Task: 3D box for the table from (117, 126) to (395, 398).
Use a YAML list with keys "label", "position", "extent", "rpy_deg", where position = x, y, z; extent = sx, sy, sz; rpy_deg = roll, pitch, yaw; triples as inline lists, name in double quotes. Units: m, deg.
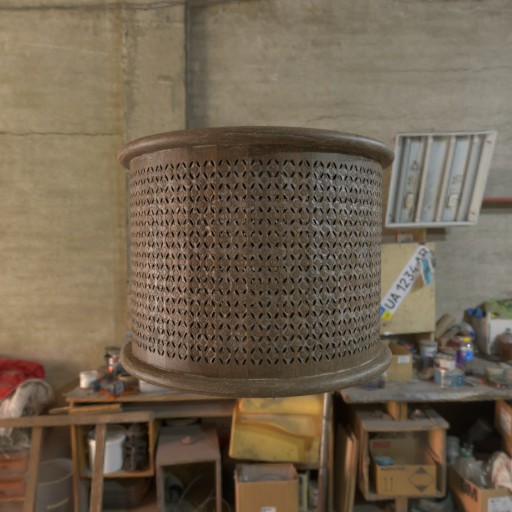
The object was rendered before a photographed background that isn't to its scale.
- label: "table"
  position: [0.000, 0.000, 1.024]
  extent: [0.607, 0.450, 0.607]
  rpy_deg: [0, 2, 0]
